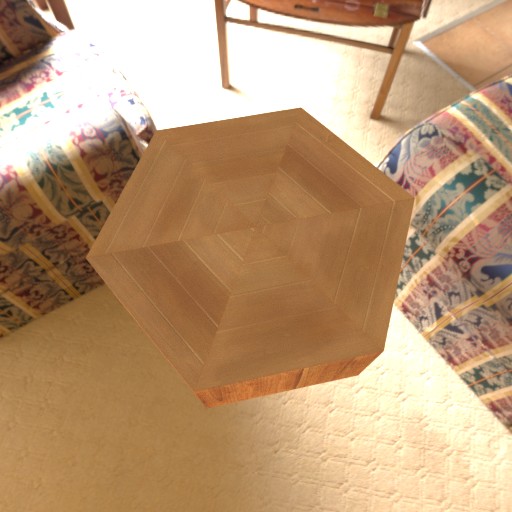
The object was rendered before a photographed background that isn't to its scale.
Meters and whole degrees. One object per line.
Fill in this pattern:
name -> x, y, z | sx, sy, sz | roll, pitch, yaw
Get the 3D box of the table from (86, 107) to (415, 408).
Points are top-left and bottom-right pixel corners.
table -> 0.000, 0.000, 1.727 | 1.000, 0.456, 1.154 | 16, 65, 8
